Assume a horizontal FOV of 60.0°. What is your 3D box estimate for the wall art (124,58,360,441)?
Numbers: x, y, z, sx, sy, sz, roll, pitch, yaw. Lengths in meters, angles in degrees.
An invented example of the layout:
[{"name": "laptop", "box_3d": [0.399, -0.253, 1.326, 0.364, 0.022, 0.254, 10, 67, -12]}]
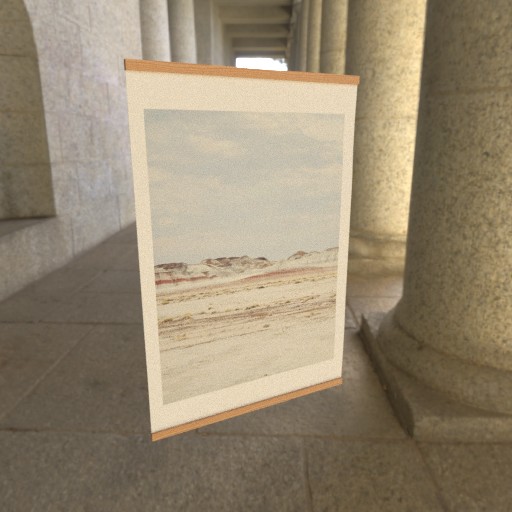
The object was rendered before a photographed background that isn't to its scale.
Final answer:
[{"name": "wall art", "box_3d": [0.000, 0.000, 1.938, 1.011, 1.521, 0.025, -8, 17, -26]}]
